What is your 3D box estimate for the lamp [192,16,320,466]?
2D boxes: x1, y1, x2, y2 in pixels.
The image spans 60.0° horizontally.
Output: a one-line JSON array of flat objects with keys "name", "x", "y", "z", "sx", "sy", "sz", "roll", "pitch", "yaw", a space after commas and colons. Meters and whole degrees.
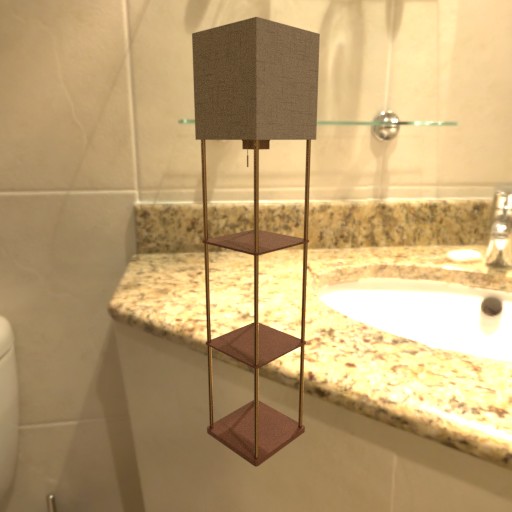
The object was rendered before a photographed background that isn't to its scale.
[{"name": "lamp", "x": 0.000, "y": 0.000, "z": 1.712, "sx": 0.308, "sy": 1.569, "sz": 0.310, "roll": 14, "pitch": 20, "yaw": 43}]
